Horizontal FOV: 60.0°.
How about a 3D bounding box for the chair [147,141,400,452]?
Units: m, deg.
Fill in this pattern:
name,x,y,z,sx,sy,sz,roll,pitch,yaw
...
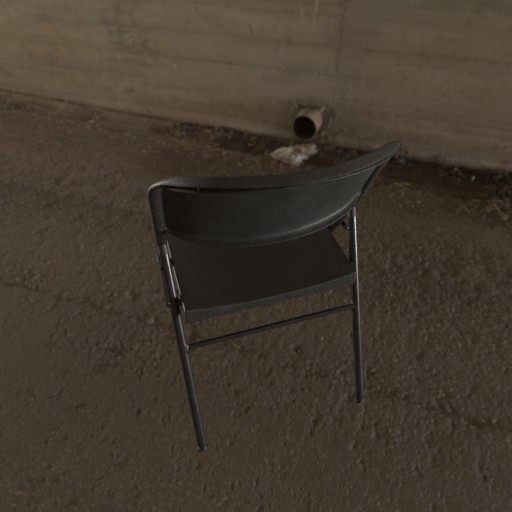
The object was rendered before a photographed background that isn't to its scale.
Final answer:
name,x,y,z,sx,sy,sz,roll,pitch,yaw
chair,0.000,0.000,1.149,0.494,0.810,0.566,-12,43,-13
